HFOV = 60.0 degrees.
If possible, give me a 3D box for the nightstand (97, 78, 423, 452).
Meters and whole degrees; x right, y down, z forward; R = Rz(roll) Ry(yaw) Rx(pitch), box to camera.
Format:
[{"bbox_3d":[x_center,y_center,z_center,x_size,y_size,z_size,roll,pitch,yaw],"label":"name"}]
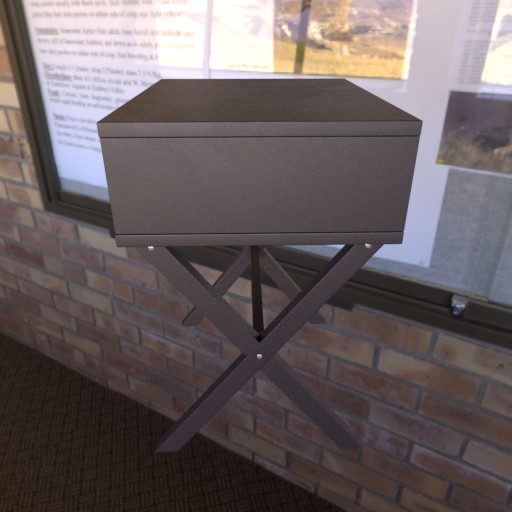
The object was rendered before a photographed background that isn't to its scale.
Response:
[{"bbox_3d":[0.000,0.000,0.899,0.402,0.623,0.479,-1,28,-1],"label":"nightstand"}]
